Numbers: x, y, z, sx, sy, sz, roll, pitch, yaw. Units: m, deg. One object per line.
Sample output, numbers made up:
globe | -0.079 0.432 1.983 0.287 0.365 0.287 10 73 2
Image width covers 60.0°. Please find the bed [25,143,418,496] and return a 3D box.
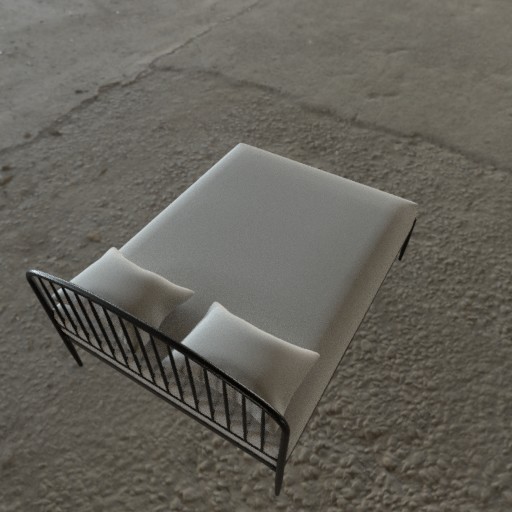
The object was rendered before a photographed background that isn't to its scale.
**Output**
bed | 0.000 0.000 3.001 1.618 1.166 2.159 24 52 21
